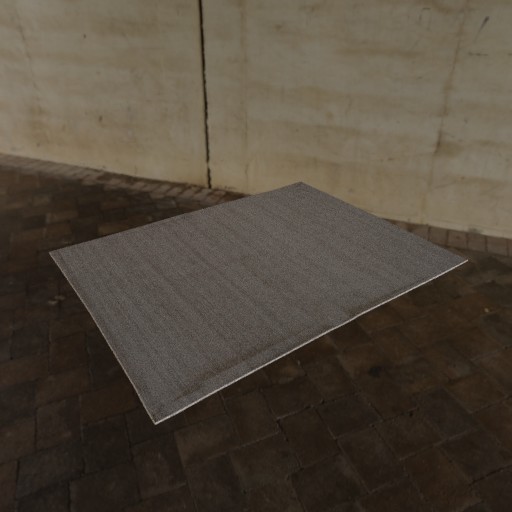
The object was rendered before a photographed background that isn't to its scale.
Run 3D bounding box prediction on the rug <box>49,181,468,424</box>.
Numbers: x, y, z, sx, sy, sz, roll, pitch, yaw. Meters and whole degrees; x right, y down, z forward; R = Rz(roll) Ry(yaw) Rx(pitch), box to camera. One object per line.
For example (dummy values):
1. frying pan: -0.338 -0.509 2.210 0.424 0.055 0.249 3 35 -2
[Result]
1. rug: 0.000 0.000 4.998 3.778 0.053 2.873 -20 36 -29
